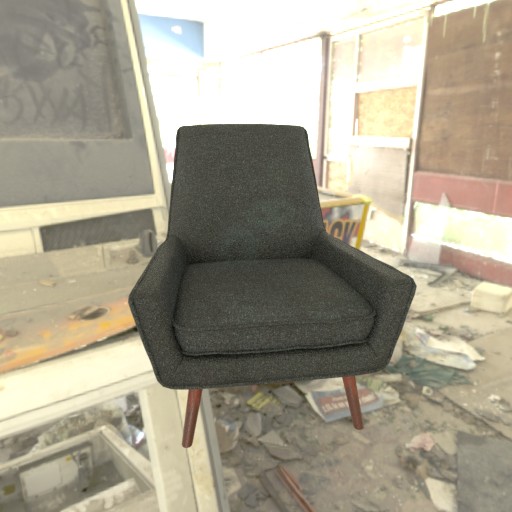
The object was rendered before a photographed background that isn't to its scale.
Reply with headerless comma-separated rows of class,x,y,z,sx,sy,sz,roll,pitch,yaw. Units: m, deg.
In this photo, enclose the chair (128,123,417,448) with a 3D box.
chair,0.000,0.000,1.534,0.763,0.883,0.859,-2,16,-8
